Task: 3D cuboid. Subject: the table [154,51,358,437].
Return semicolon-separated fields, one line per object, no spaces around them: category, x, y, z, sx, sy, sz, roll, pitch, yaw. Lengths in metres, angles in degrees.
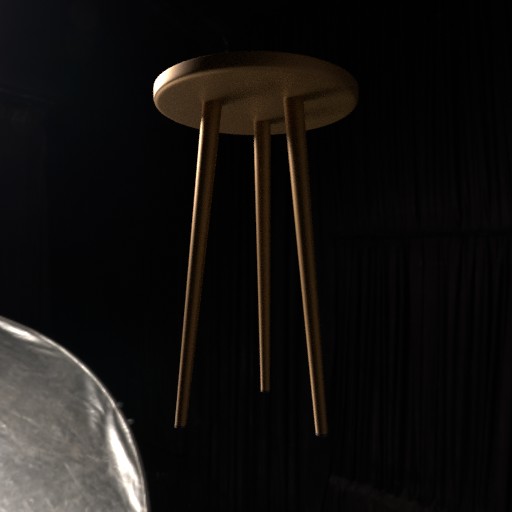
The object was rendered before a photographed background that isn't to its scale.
table;0.000;0.000;0.667;0.299;0.480;0.299;0;1;35
